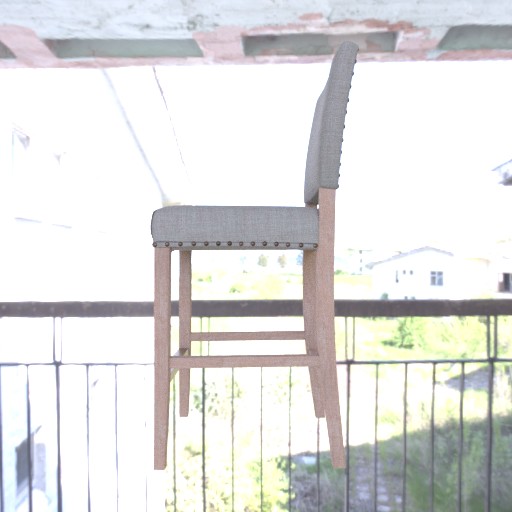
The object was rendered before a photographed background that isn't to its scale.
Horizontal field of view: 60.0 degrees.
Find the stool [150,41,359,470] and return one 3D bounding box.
[{"bbox_3d":[0.000,0.000,1.424,0.585,1.173,0.445,0,0,0],"label":"stool"}]
